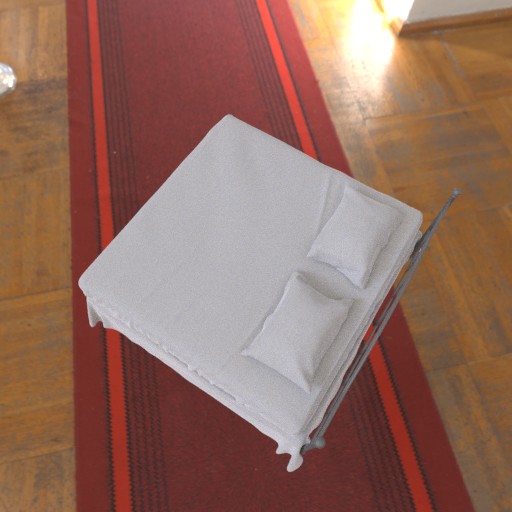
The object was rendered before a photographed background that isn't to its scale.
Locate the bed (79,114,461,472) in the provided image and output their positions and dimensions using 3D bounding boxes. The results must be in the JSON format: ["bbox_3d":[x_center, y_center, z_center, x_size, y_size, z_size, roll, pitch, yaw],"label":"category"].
[{"bbox_3d":[0.000,0.000,3.516,2.220,1.080,2.309,31,68,14],"label":"bed"}]
